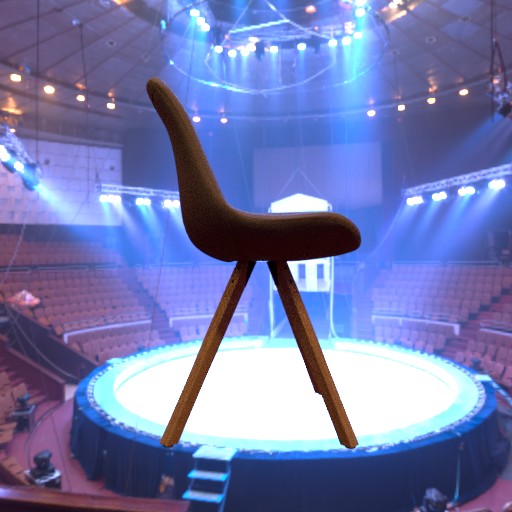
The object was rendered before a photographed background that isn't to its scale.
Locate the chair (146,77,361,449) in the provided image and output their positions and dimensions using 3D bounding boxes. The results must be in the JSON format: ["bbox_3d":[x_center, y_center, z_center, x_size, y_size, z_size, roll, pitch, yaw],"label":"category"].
[{"bbox_3d":[0.000,0.000,1.201,0.547,0.865,0.483,0,-1,-1],"label":"chair"}]
